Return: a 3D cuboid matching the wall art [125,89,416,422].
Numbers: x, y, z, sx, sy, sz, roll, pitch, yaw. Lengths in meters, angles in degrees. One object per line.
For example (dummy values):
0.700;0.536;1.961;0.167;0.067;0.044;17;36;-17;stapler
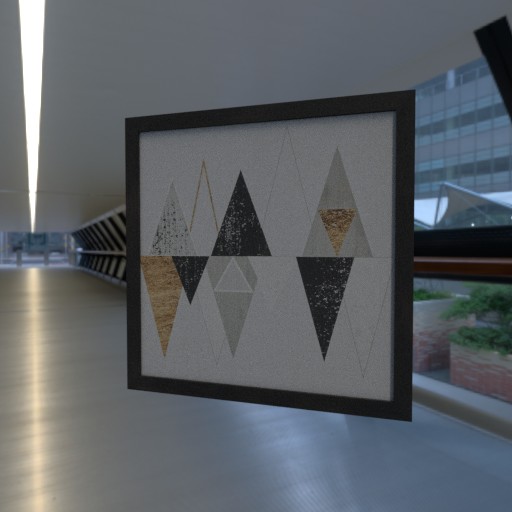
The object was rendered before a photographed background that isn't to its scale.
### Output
0.000;0.000;1.228;0.823;0.823;0.013;1;2;18;wall art
